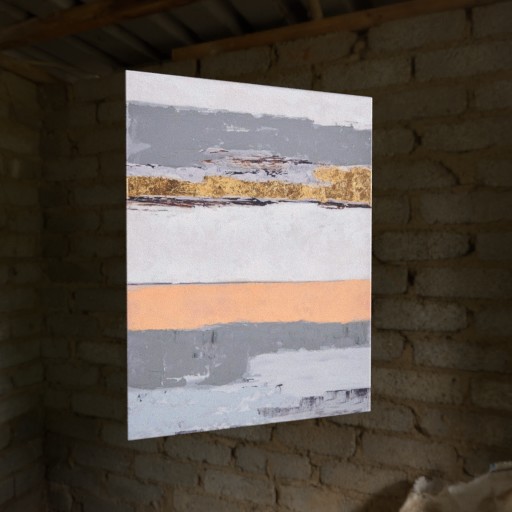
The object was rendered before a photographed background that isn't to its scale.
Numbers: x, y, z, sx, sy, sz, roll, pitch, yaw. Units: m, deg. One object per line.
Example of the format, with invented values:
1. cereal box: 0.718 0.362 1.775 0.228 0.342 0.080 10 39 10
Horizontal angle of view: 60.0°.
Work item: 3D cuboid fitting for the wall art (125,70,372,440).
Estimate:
1. wall art: 0.000 0.000 0.809 0.456 0.609 0.038 0 1 -17
